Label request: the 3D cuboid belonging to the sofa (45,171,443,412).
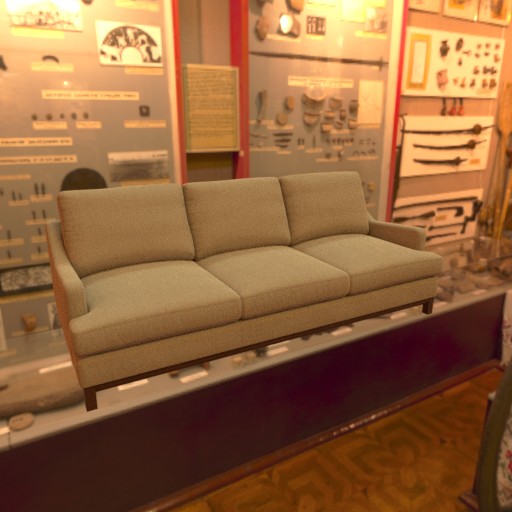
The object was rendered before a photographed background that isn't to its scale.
[{"bbox_3d":[0.000,0.000,2.795,2.321,0.913,1.000,-9,19,-27],"label":"sofa"}]
